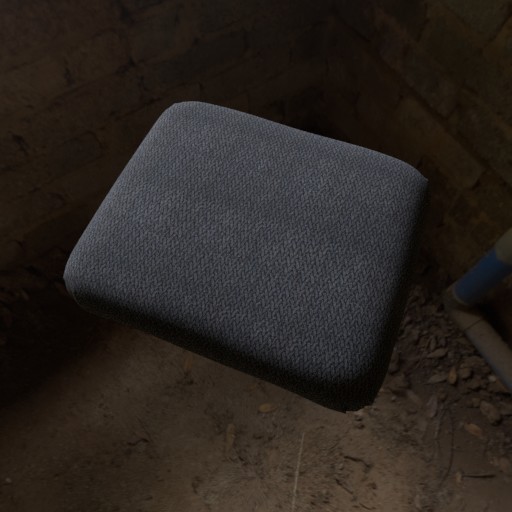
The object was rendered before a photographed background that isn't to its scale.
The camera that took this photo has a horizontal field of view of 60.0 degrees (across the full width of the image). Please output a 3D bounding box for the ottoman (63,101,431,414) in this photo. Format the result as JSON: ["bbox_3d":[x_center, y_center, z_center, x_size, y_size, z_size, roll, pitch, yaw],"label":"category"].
[{"bbox_3d":[0.000,0.000,1.161,0.747,0.450,0.622,20,65,9],"label":"ottoman"}]
